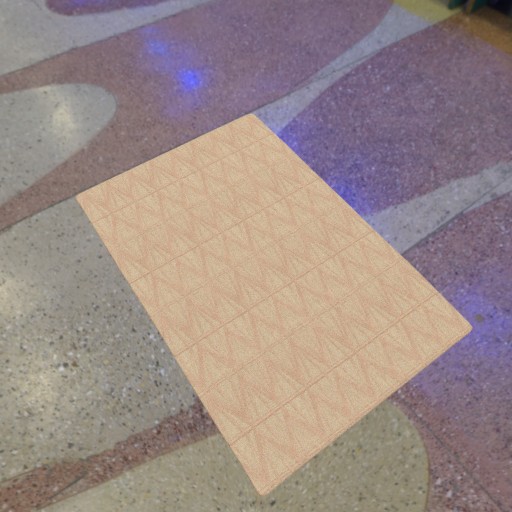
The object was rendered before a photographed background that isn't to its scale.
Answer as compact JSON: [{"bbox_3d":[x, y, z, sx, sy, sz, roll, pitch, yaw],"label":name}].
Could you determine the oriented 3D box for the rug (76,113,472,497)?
[{"bbox_3d":[0.000,0.000,2.986,1.609,0.015,2.390,-31,63,-18],"label":"rug"}]
